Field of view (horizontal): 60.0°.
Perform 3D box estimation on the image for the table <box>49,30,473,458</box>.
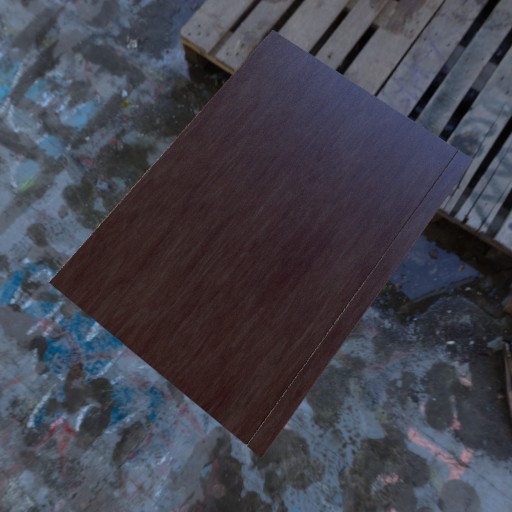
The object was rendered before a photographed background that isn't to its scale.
[{"bbox_3d":[0.000,0.000,0.984,0.449,0.609,0.557,37,79,8],"label":"table"}]
